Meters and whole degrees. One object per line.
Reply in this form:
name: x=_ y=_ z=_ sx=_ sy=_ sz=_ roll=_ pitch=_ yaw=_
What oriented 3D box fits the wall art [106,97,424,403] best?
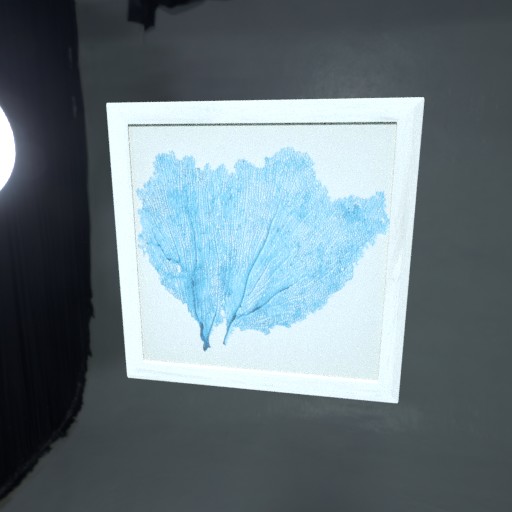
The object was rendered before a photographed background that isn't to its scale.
wall art: x=0.000 y=0.000 z=0.879 sx=0.584 sy=0.584 sz=0.013 roll=2 pitch=14 yaw=10
